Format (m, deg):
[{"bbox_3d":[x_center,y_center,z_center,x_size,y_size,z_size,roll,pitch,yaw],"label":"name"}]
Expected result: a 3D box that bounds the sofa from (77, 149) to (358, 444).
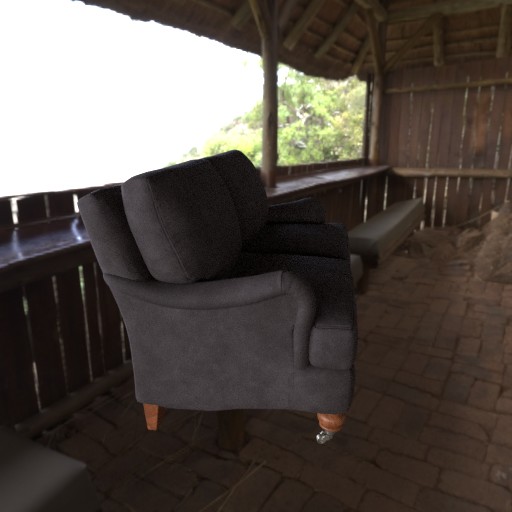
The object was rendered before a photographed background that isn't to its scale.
[{"bbox_3d":[0.000,0.000,2.535,1.084,1.101,1.853,3,17,9],"label":"sofa"}]
